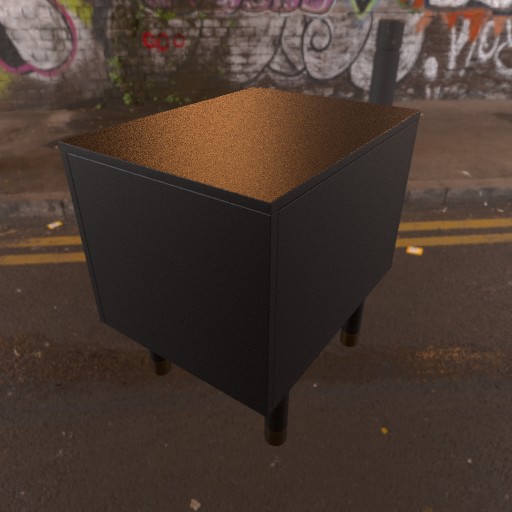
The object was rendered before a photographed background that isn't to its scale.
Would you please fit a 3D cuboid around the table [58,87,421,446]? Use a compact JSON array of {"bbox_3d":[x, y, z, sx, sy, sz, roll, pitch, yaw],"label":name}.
[{"bbox_3d":[0.000,0.000,0.984,0.441,0.584,0.564,20,37,30],"label":"table"}]
